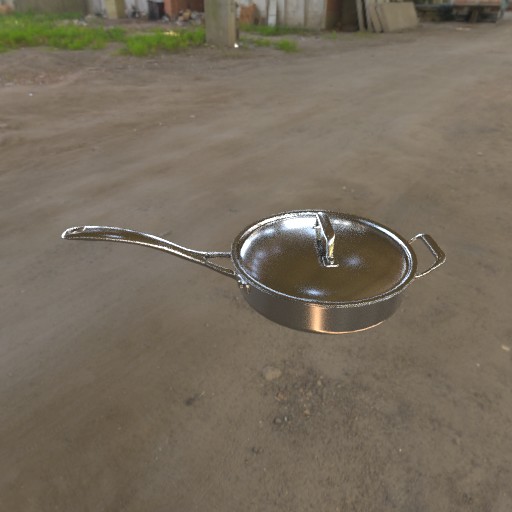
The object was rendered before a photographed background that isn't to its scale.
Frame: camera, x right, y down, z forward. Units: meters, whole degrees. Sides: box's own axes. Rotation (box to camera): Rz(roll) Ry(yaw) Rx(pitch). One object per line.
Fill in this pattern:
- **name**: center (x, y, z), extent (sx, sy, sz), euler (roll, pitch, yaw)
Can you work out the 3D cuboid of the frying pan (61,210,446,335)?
- **frying pan**: center (0.000, 0.000, 0.677), extent (0.561, 0.114, 0.280), euler (-2, 31, -3)
